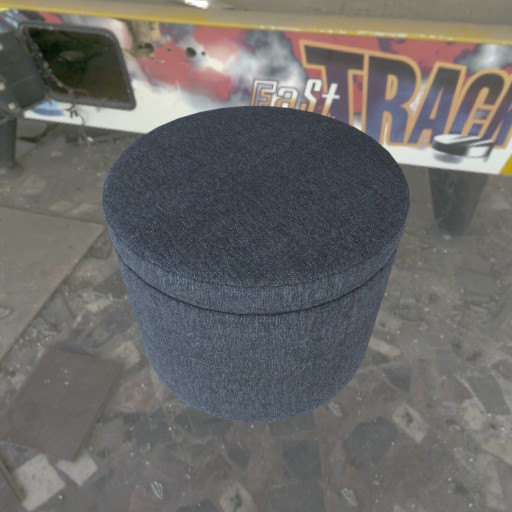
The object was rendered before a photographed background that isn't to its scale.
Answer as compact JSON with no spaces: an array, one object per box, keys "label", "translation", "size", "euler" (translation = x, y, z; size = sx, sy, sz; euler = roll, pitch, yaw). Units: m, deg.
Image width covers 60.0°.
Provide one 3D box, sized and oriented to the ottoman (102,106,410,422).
[{"label":"ottoman","translation":[0.000,0.000,0.864],"size":[0.500,0.419,0.500],"euler":[0,45,0]}]
